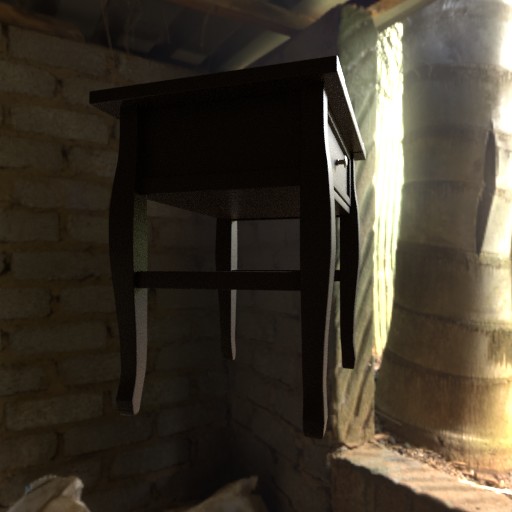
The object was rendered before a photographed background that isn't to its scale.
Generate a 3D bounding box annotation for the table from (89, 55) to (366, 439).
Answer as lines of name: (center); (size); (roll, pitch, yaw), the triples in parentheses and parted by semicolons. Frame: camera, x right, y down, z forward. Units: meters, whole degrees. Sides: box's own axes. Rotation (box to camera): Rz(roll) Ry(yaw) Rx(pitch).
table: (0.000, 0.000, 1.033); (0.460, 0.605, 0.602); (0, -1, 18)
